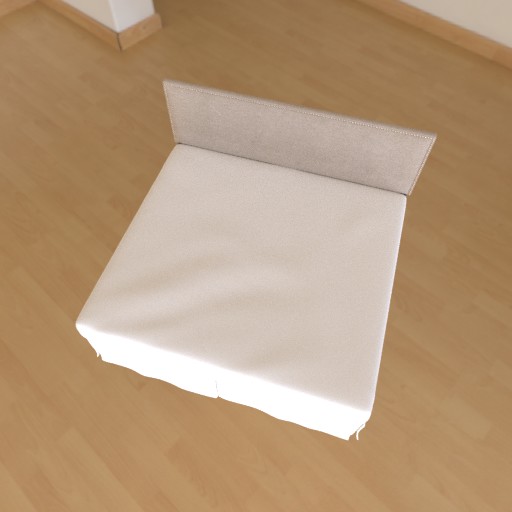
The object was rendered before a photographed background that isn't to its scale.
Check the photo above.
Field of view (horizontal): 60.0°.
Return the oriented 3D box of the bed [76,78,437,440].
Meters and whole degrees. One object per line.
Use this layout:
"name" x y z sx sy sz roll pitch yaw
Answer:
"bed" 0.000 0.000 3.360 2.170 1.346 1.914 15 59 9
